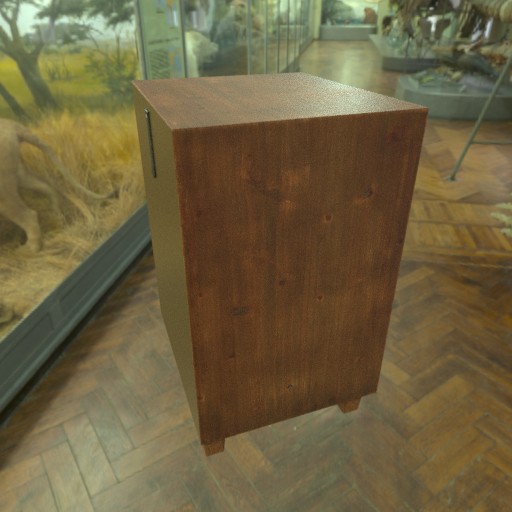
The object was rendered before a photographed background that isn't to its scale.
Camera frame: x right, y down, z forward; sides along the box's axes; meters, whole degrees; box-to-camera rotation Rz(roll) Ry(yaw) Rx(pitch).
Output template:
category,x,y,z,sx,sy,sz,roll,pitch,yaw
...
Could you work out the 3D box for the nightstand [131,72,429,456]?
category,x,y,z,sx,sy,sz,roll,pitch,yaw
nightstand,0.000,0.000,0.990,0.410,0.695,0.465,-10,31,-17
